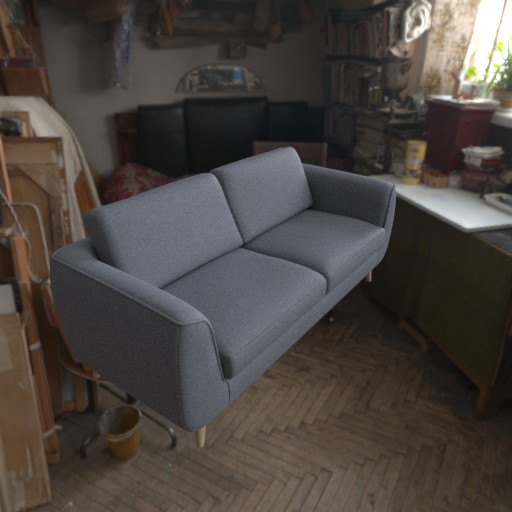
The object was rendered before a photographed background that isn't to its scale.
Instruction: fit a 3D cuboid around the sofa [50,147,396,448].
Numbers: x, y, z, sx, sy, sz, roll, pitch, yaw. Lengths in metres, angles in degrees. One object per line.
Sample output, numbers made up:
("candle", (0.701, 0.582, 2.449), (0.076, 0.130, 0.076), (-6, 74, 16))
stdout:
("sofa", (0.000, 0.000, 2.506), (0.920, 0.870, 2.000), (18, 32, 32))
